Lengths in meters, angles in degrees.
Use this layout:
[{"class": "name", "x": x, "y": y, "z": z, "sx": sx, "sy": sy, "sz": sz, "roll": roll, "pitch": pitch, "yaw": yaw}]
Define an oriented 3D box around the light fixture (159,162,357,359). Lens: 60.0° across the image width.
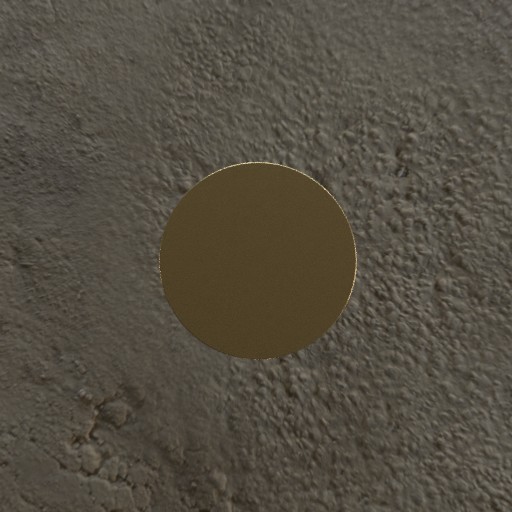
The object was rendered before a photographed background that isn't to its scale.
[{"class": "light fixture", "x": 0.000, "y": 0.000, "z": 0.575, "sx": 0.146, "sy": 0.510, "sz": 0.147, "roll": 0, "pitch": 91, "yaw": 0}]
